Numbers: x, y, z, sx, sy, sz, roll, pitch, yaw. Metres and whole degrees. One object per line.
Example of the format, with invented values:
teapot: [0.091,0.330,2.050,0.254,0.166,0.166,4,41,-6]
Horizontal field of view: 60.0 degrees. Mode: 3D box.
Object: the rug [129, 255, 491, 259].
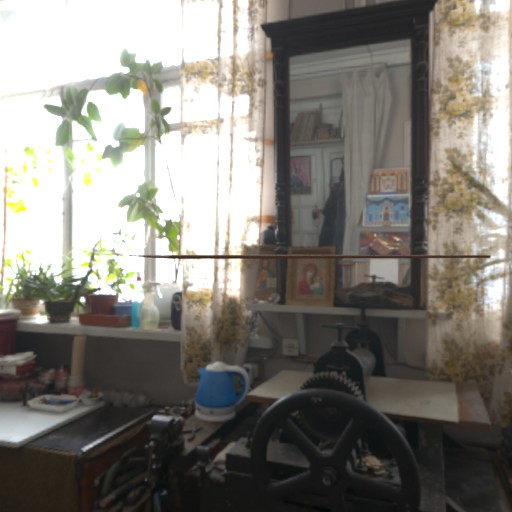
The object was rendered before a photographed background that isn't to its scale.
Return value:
rug: [0.000,0.000,3.016,1.523,0.014,2.438,0,0,-19]
